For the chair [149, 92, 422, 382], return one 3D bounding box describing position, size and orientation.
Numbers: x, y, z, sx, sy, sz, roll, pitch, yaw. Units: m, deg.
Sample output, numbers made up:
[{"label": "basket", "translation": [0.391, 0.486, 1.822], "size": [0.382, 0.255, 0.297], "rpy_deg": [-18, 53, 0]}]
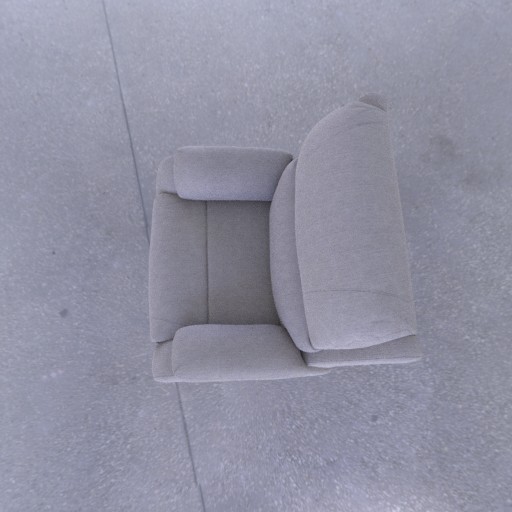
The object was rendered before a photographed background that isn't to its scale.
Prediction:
[{"label": "chair", "translation": [0.000, 0.000, 1.724], "size": [0.899, 1.011, 0.930], "rpy_deg": [-2, 74, -1]}]
